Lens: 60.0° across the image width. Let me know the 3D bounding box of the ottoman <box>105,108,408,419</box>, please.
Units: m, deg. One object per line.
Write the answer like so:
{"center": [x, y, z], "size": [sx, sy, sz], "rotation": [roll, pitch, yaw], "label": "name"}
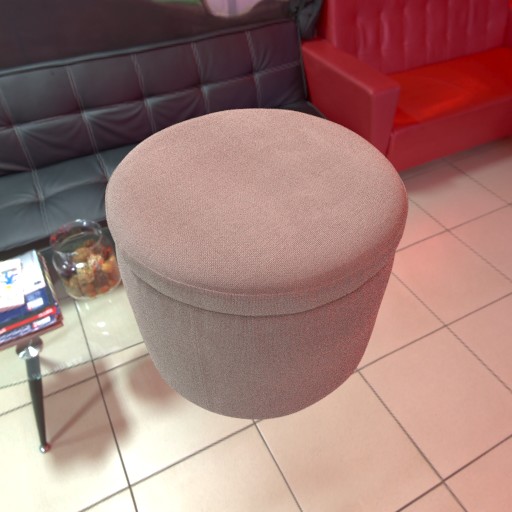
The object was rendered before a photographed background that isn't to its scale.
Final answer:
{"center": [0.000, 0.000, 0.856], "size": [0.497, 0.409, 0.497], "rotation": [0, 45, 0], "label": "ottoman"}
